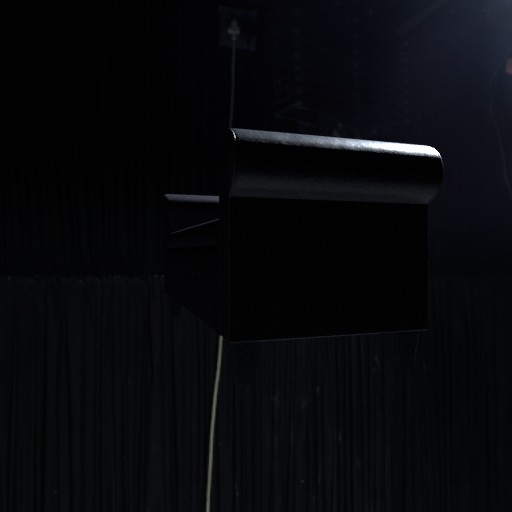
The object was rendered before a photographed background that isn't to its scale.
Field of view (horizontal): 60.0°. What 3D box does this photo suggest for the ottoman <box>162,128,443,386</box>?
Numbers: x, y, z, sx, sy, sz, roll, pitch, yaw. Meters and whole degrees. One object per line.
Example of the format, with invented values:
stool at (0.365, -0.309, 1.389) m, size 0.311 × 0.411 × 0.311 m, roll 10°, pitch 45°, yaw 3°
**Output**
ottoman at (0.000, 0.000, 1.545) m, size 0.521 × 0.547 × 1.256 m, roll 0°, pitch 1°, yaw -18°
